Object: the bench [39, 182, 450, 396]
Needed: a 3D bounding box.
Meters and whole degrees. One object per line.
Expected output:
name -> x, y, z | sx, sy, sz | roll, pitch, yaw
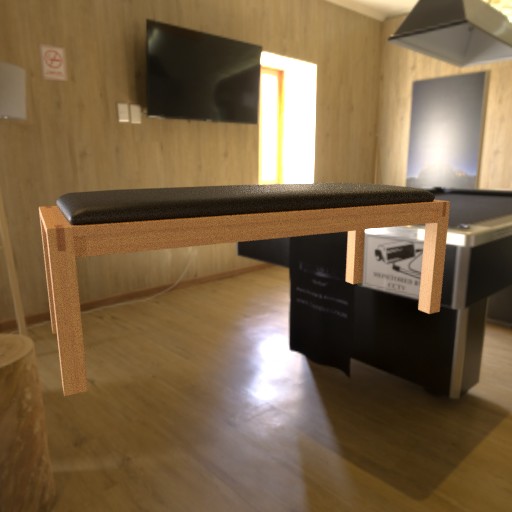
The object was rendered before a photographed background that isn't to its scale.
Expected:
bench -> 0.000, 0.000, 1.412 | 1.202, 0.430, 0.450 | -7, 14, -27
